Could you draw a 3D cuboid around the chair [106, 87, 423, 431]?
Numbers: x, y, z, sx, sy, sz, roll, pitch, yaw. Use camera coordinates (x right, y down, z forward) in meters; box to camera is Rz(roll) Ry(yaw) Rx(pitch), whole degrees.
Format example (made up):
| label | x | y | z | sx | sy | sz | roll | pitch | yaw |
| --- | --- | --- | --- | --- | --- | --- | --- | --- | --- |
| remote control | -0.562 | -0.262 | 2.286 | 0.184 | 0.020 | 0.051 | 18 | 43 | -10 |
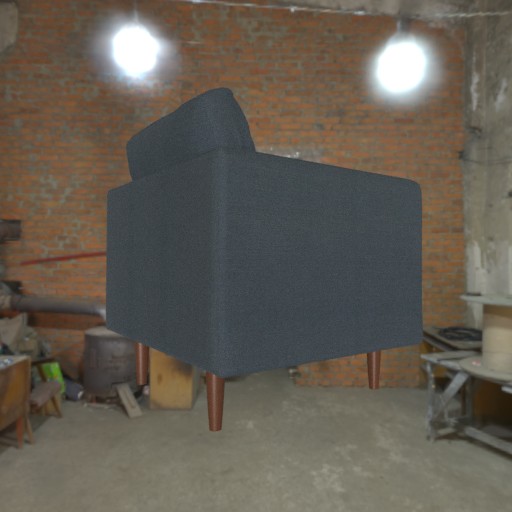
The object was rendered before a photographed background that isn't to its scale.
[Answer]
| label | x | y | z | sx | sy | sz | roll | pitch | yaw |
| --- | --- | --- | --- | --- | --- | --- | --- | --- | --- |
| chair | 0.000 | 0.000 | 1.575 | 0.820 | 0.922 | 0.855 | 0 | 0 | -36 |
